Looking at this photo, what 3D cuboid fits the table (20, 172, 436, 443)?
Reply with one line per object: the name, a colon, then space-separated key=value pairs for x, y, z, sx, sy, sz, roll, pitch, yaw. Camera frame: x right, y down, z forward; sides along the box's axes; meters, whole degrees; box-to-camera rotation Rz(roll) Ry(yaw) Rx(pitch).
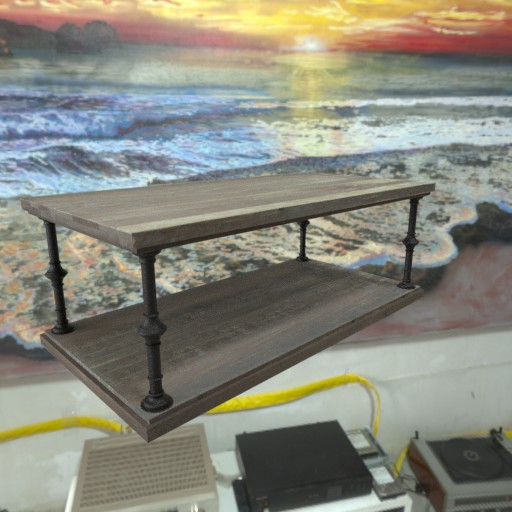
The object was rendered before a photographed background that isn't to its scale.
table: x=0.000 y=0.000 z=1.322 sx=1.088 sy=0.399 sz=0.554 roll=-14 pitch=21 yaw=-42
